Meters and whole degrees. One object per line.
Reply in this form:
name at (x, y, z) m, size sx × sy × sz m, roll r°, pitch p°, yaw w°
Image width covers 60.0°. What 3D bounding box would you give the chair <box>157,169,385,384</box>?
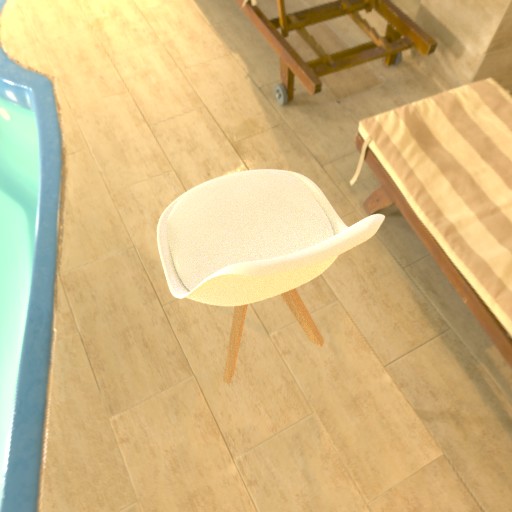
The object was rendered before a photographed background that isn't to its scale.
chair at (0.000, 0.000, 1.191) m, size 0.485 × 0.849 × 0.550 m, roll -19°, pitch 61°, yaw -11°
